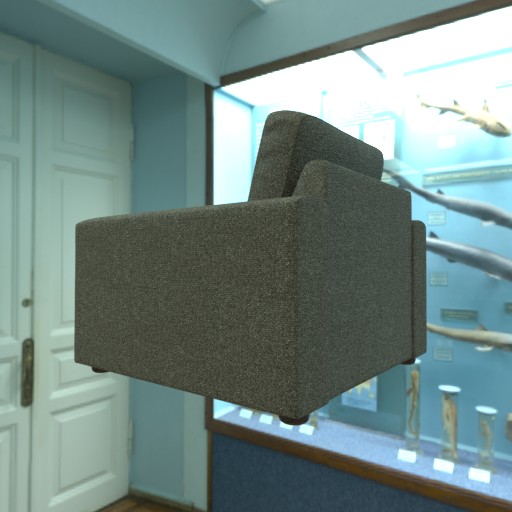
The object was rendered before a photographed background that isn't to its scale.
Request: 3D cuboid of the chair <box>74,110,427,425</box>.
[{"bbox_3d":[0.000,0.000,1.745,1.016,0.873,1.005,-1,-1,38],"label":"chair"}]
